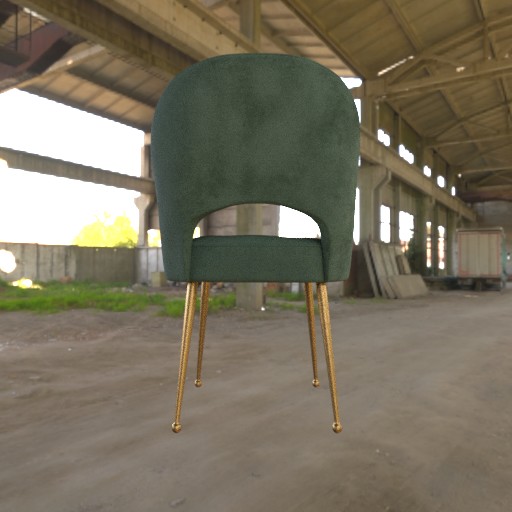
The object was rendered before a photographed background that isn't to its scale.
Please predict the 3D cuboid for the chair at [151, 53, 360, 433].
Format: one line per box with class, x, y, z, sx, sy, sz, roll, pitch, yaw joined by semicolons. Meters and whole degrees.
chair;0.000;0.000;1.224;0.527;0.860;0.577;0;-1;0
